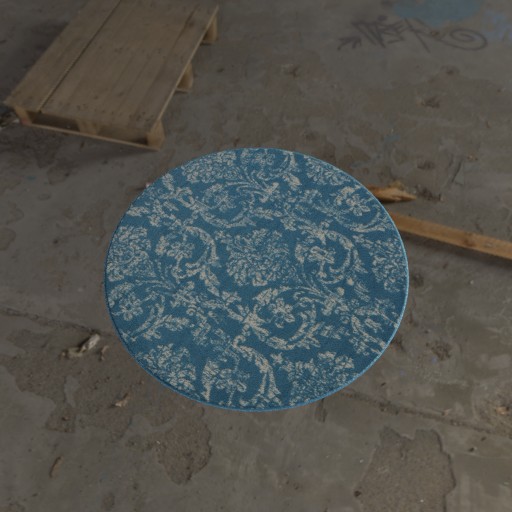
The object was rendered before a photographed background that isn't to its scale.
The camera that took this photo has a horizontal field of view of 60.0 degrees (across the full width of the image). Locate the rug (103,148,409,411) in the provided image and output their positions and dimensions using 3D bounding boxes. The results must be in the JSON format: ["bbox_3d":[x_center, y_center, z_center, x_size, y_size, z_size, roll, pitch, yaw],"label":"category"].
[{"bbox_3d":[0.000,0.000,2.351,1.593,0.012,1.593,0,58,0],"label":"rug"}]
